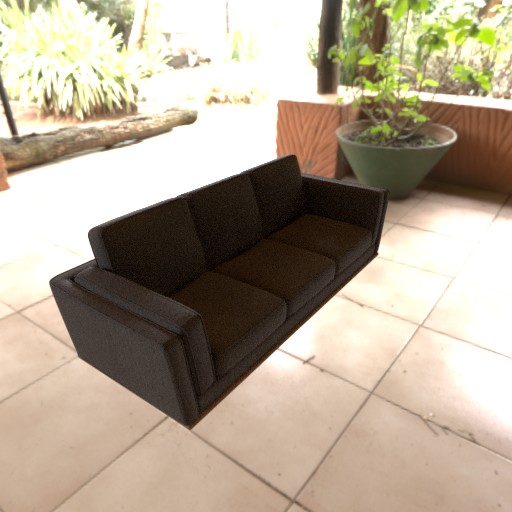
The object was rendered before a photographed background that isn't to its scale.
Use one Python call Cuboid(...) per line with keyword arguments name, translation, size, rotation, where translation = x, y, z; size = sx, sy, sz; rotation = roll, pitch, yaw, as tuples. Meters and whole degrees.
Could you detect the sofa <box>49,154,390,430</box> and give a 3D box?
Cuboid(name="sofa", translation=(0.000, 0.000, 2.902), size=(0.903, 0.899, 2.362), rotation=(18, 32, 32))
